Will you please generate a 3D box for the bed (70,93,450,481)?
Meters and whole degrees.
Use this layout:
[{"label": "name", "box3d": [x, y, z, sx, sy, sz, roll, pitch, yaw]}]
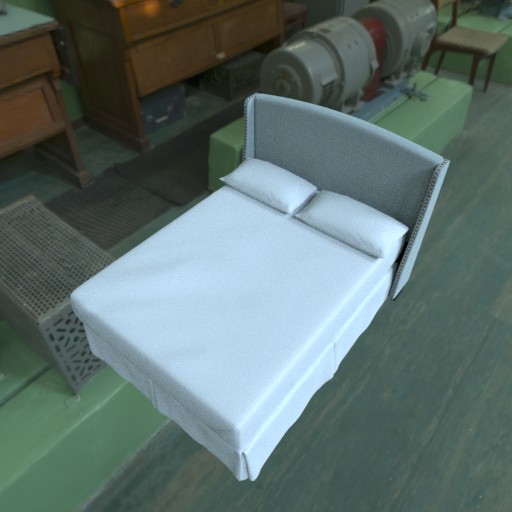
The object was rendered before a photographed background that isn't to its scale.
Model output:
[{"label": "bed", "box3d": [0.000, 0.000, 3.273, 1.710, 1.407, 2.237, 29, 52, 26]}]
